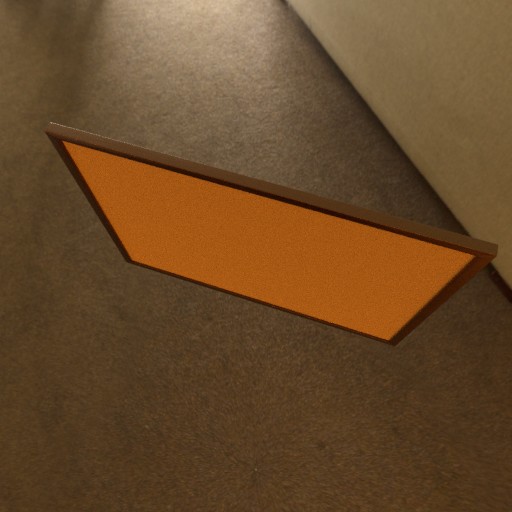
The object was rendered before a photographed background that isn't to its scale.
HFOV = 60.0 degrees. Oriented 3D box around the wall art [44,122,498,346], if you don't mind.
[{"bbox_3d":[0.000,0.000,0.541,0.431,0.304,0.012,17,65,8],"label":"wall art"}]
